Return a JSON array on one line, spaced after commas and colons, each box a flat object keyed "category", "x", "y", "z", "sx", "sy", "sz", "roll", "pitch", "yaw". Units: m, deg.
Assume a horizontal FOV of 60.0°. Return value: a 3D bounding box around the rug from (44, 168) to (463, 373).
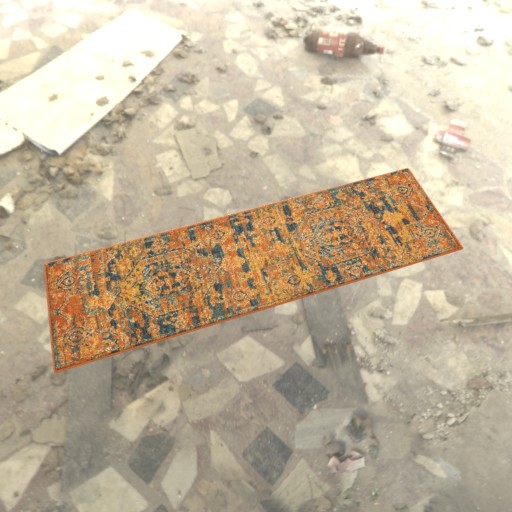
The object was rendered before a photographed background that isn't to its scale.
[{"category": "rug", "x": 0.000, "y": 0.000, "z": 2.490, "sx": 2.274, "sy": 0.016, "sz": 0.651, "roll": -16, "pitch": 59, "yaw": -10}]
